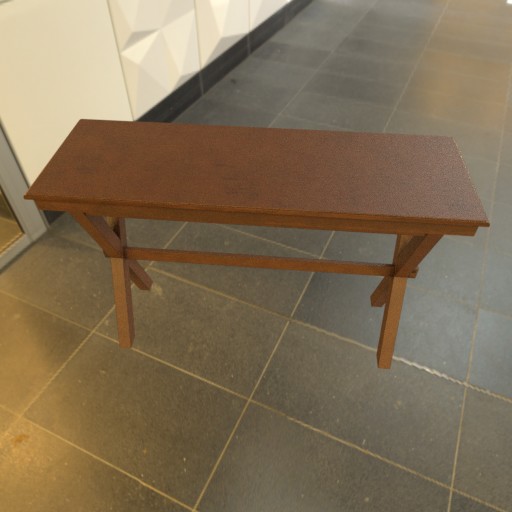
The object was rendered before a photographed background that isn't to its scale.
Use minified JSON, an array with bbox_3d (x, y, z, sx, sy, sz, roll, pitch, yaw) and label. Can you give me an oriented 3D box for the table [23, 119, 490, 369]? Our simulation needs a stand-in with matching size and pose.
[{"bbox_3d":[0.000,0.000,1.537,1.197,0.763,0.399,4,46,4],"label":"table"}]
